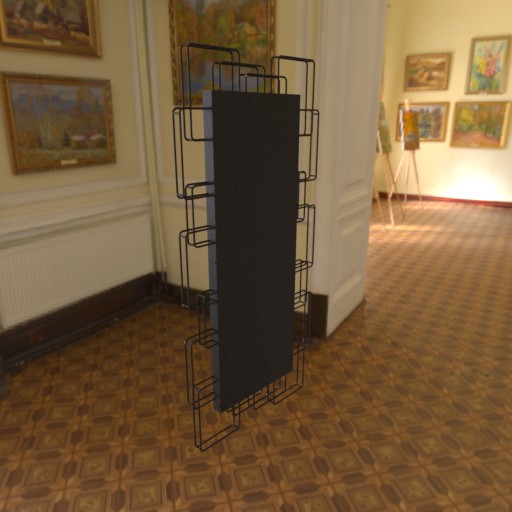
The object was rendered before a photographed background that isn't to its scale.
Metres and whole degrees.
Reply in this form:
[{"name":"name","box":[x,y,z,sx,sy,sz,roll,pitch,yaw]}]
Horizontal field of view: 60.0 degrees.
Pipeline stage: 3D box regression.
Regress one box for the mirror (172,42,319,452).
[{"name":"mirror","box":[0.000,0.000,1.418,0.037,1.192,0.565,17,24,42]}]
